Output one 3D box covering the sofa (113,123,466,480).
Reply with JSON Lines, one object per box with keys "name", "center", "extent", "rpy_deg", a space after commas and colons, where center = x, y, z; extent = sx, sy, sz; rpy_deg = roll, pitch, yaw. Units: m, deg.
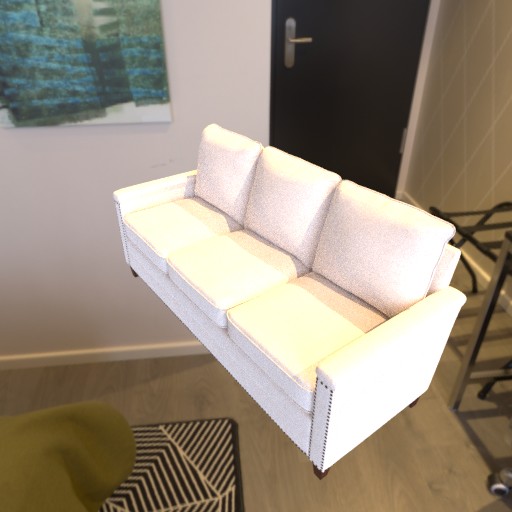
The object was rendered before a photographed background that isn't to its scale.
{"name": "sofa", "center": [0.000, 0.000, 2.367], "extent": [0.828, 0.961, 1.925], "rpy_deg": [-22, 38, -31]}
